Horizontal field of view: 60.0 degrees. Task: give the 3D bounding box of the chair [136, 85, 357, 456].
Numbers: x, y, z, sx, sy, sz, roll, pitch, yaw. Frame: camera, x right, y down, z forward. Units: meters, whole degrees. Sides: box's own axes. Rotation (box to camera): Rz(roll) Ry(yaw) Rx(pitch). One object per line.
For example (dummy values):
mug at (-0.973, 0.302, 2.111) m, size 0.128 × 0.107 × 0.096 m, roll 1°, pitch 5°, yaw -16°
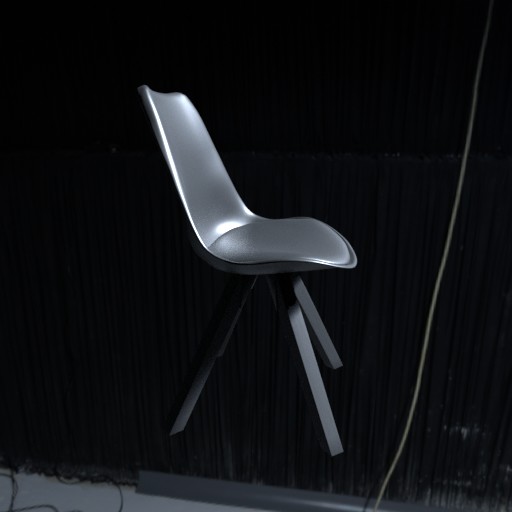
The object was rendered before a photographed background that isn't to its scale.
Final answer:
chair at (0.000, 0.000, 1.192) m, size 0.530 × 0.850 × 0.485 m, roll 3°, pitch 16°, yaw 10°
